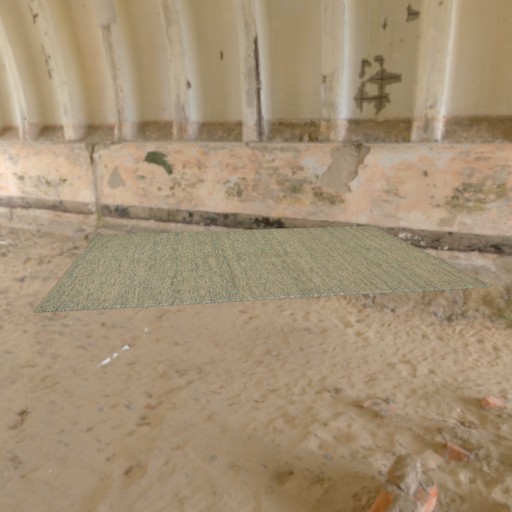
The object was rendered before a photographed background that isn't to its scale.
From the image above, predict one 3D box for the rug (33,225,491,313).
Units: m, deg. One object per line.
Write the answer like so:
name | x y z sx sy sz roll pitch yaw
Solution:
rug | 0.000 0.000 2.905 2.283 0.013 1.547 -2 16 -8
